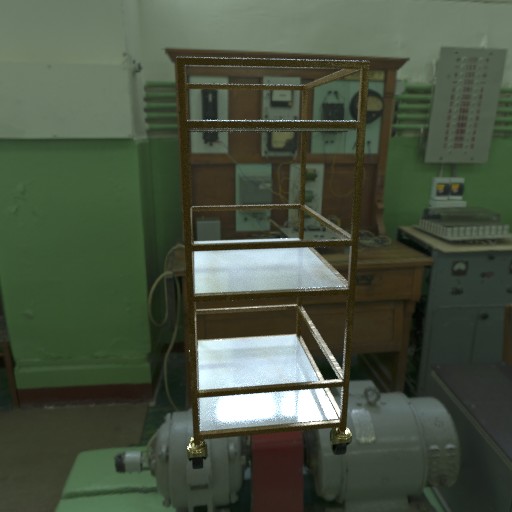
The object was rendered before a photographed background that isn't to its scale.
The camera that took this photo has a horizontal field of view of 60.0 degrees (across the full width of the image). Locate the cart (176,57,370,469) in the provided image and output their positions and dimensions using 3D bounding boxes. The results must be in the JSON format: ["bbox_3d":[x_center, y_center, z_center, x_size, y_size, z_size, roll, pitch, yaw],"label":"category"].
[{"bbox_3d":[0.000,0.000,1.006,0.332,0.761,0.483,-2,16,-8],"label":"cart"}]
